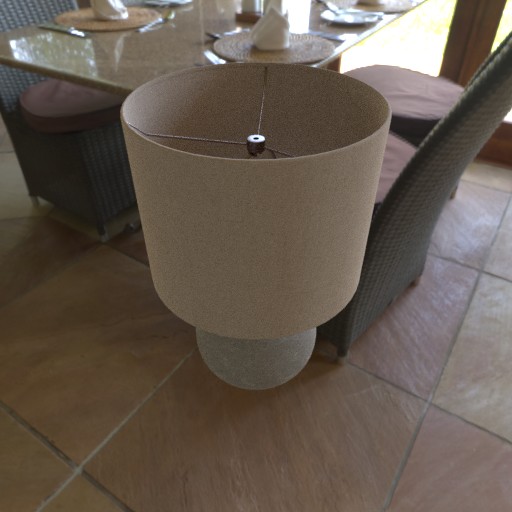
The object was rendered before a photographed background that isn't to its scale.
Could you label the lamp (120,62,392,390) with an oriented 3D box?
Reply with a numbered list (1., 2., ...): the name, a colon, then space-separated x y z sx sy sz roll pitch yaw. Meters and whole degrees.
1. lamp: 0.000 0.000 0.579 0.269 0.409 0.269 25 45 28
